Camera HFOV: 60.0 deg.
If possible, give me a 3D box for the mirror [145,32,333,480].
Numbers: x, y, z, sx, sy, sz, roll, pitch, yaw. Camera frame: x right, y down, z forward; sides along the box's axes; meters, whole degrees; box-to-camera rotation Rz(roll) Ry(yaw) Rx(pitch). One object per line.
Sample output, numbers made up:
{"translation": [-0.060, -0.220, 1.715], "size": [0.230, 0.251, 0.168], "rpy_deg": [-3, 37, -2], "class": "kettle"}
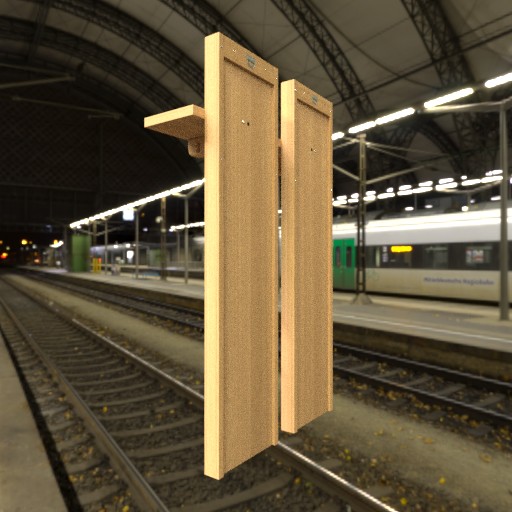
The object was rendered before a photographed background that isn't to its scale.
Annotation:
{"translation": [0.000, 0.000, 1.597], "size": [0.260, 1.250, 0.800], "rpy_deg": [0, 0, 36], "class": "mirror"}
